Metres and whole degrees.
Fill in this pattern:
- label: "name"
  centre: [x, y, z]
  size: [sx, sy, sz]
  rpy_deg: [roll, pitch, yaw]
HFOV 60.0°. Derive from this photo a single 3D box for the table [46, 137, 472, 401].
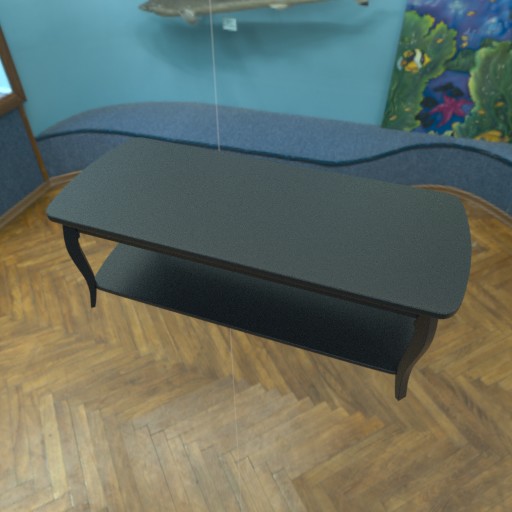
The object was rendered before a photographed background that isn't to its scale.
- label: "table"
  centre: [0.000, 0.000, 1.608]
  size: [1.333, 0.457, 0.571]
  rpy_deg: [14, 44, 15]
